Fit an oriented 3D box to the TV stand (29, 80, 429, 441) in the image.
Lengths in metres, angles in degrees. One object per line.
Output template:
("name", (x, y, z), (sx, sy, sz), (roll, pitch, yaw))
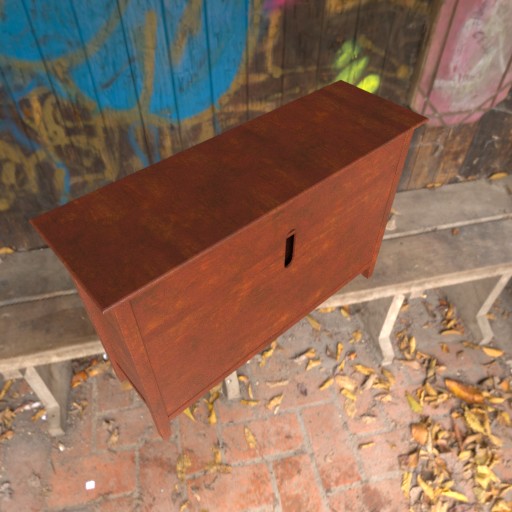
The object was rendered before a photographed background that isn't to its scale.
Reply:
("TV stand", (0.000, 0.000, 1.815), (1.372, 0.915, 0.445), (-33, 54, -27))
